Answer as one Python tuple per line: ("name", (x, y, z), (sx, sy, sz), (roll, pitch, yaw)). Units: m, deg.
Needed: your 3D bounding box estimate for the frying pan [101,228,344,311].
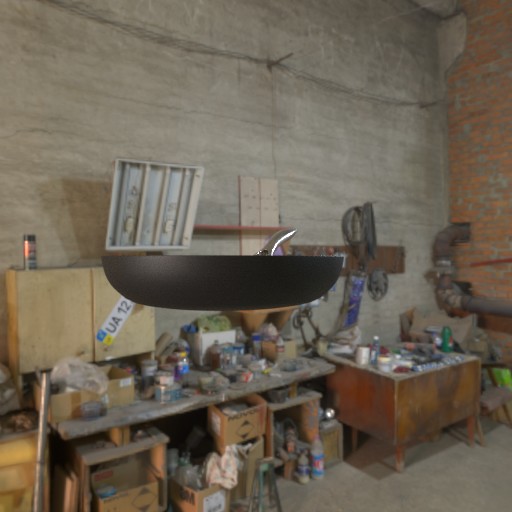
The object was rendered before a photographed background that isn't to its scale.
("frying pan", (0.000, 0.000, 0.587), (0.255, 0.105, 0.472), (0, 0, 18))
